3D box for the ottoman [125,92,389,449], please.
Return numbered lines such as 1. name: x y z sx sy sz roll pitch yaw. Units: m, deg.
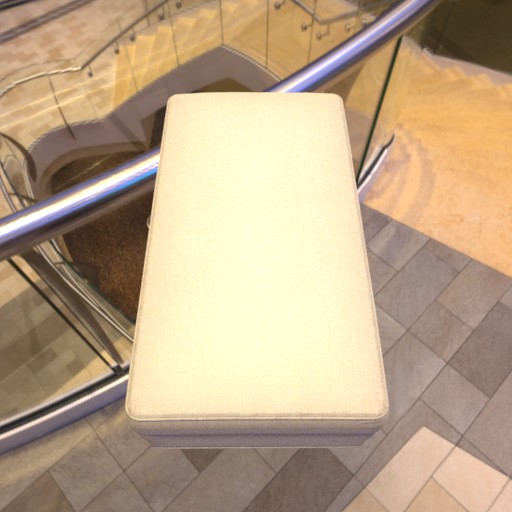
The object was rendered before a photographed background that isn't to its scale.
1. ottoman: 0.000 0.000 1.414 0.617 0.461 1.097 0 60 0
